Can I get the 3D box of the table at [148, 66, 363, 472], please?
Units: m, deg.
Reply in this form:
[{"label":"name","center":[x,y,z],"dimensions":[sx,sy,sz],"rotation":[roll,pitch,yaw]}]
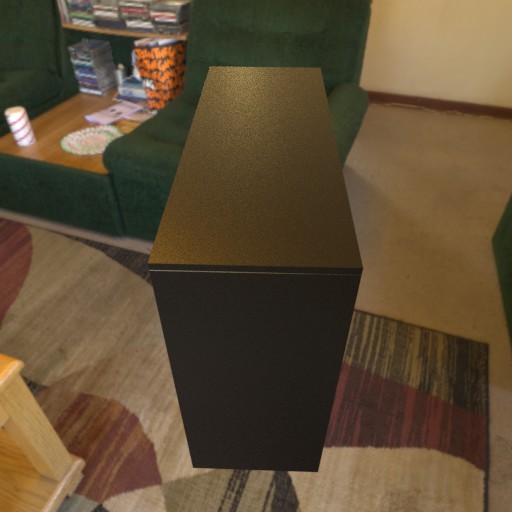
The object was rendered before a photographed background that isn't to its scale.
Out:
[{"label":"table","center":[0.000,0.000,1.335],"dimensions":[0.380,0.790,0.930],"rotation":[1,42,1]}]
